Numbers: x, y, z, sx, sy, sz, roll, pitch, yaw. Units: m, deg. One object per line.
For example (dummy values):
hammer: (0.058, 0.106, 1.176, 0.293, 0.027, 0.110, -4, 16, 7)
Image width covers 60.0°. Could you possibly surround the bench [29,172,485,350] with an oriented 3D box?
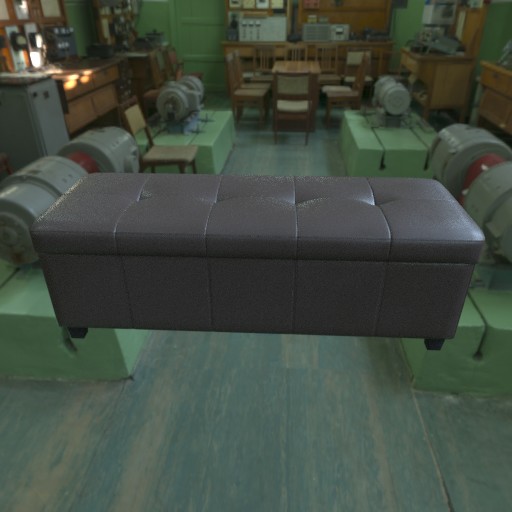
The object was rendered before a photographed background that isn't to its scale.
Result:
bench: (0.000, 0.000, 1.434, 1.219, 0.417, 0.450, 1, 30, 2)
